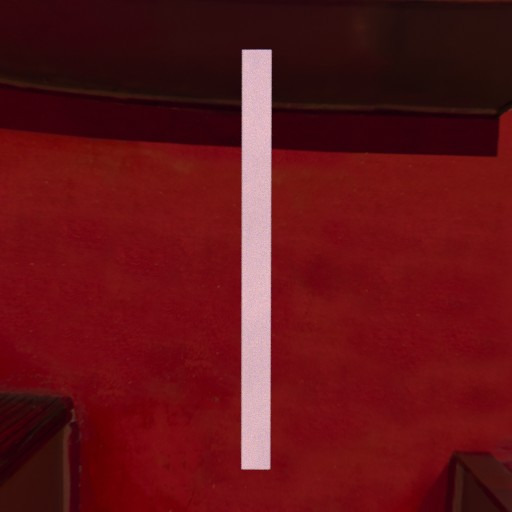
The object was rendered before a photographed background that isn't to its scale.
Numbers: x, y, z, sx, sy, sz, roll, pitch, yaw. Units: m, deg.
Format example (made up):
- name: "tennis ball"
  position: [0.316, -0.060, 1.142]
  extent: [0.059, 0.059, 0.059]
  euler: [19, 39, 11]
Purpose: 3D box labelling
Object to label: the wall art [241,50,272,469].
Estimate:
- name: "wall art"
  position: [0.000, 0.000, 0.839]
  extent: [0.037, 0.606, 0.508]
  euler: [0, 91, 0]
